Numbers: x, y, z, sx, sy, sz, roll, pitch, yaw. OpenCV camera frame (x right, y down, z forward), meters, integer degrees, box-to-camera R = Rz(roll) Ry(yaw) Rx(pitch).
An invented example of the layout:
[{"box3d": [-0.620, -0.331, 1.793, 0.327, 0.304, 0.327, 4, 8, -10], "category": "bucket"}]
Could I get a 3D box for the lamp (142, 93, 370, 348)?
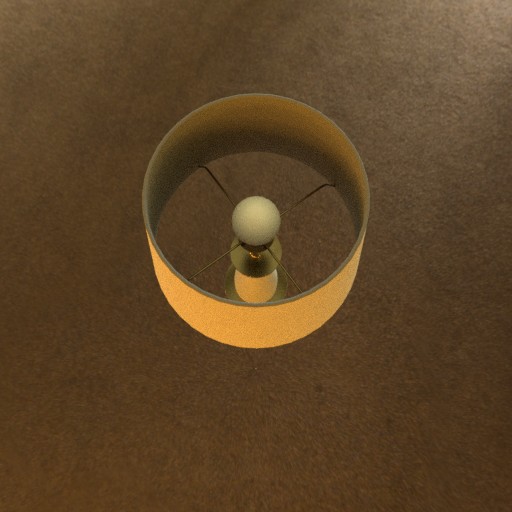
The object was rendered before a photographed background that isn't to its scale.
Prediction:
[{"box3d": [0.000, 0.000, 0.739, 0.309, 0.545, 0.309, 0, 76, 0], "category": "lamp"}]
